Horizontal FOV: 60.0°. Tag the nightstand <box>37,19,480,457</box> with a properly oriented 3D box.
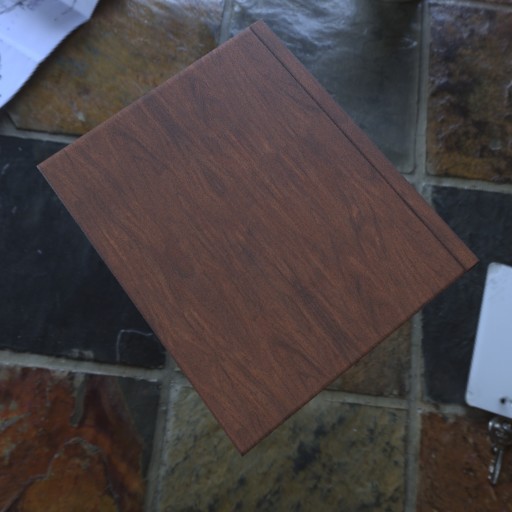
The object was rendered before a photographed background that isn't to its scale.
[{"bbox_3d":[0.000,0.000,0.955,0.445,0.607,0.521,-37,80,-8],"label":"nightstand"}]
